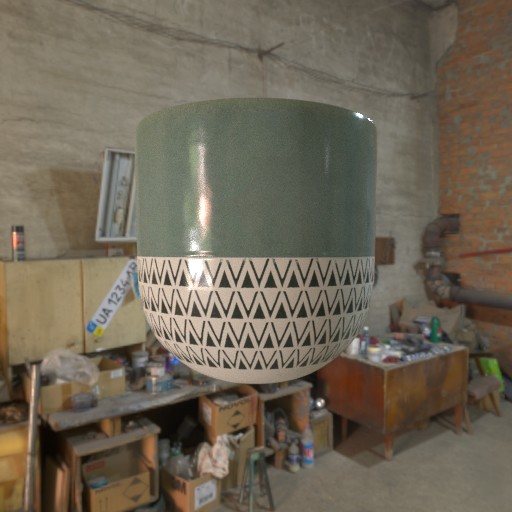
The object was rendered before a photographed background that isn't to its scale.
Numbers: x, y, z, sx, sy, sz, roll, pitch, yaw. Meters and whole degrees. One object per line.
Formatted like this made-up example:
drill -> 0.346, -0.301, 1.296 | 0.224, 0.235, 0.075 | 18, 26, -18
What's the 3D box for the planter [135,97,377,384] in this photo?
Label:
planter -> 0.000, 0.000, 0.506 | 0.266, 0.270, 0.266 | 0, 1, 0
